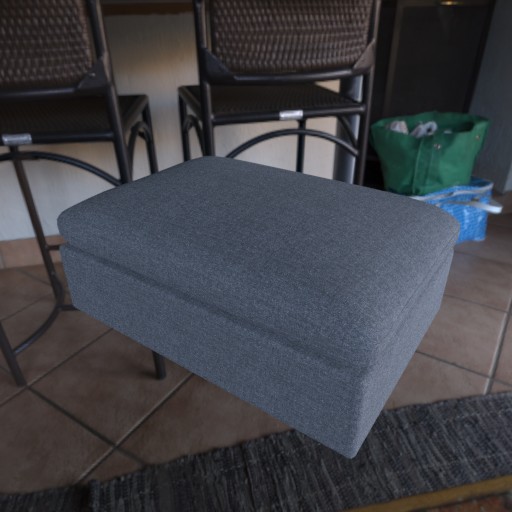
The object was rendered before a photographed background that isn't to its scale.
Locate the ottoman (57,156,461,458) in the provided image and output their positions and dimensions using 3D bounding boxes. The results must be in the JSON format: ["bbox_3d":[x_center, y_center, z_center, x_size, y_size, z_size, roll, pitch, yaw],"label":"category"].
[{"bbox_3d":[0.000,0.000,1.405,1.041,0.483,0.711,19,35,30],"label":"ottoman"}]
